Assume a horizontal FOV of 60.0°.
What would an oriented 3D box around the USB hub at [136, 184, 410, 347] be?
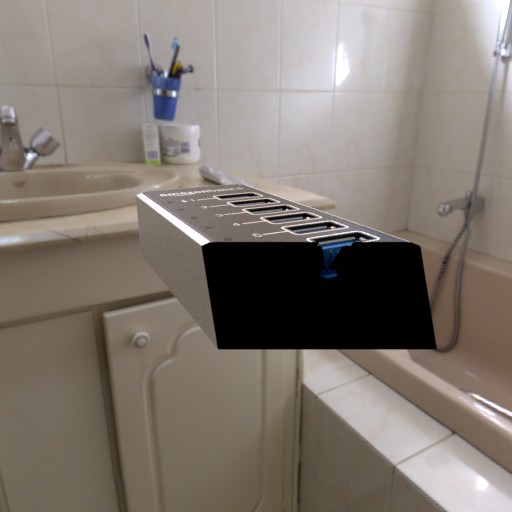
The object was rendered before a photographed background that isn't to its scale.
[{"bbox_3d":[0.000,0.000,0.127,0.044,0.023,0.110,-9,21,-25],"label":"USB hub"}]
